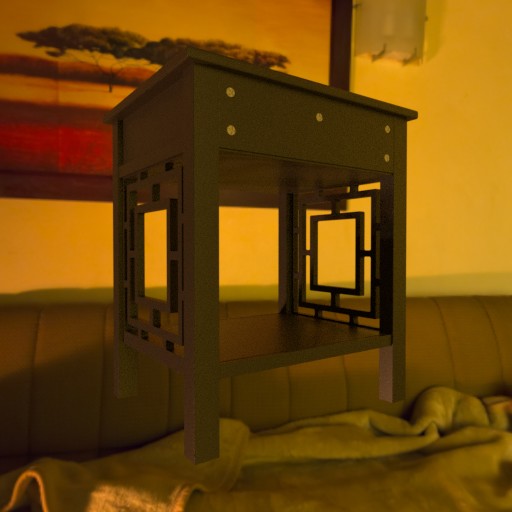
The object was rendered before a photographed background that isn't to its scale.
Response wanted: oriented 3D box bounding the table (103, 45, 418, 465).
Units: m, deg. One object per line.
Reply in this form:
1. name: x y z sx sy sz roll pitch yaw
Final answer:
1. table: 0.000 0.000 1.013 0.564 0.646 0.451 -1 1 -35
